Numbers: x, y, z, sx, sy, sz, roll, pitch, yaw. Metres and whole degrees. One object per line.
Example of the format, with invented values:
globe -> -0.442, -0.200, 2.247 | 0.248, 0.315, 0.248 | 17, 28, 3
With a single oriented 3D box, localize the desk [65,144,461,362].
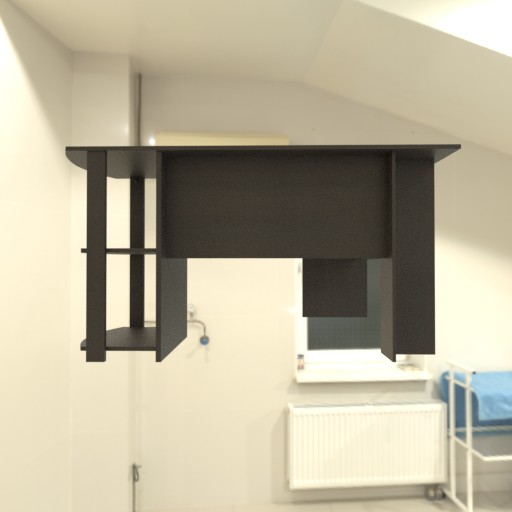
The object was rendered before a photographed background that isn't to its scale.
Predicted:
desk -> 0.000, 0.000, 2.102 | 1.361, 0.716, 1.303 | 0, -1, 1
